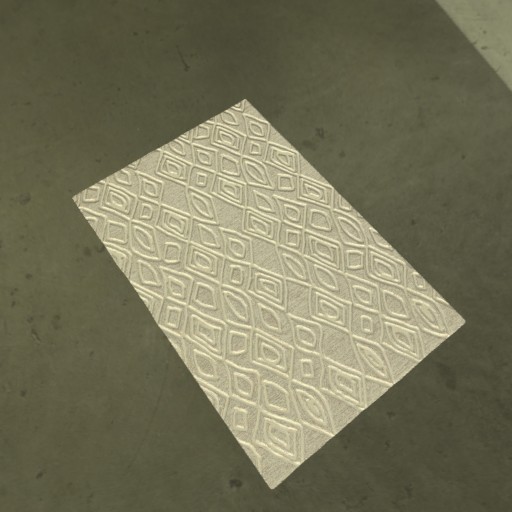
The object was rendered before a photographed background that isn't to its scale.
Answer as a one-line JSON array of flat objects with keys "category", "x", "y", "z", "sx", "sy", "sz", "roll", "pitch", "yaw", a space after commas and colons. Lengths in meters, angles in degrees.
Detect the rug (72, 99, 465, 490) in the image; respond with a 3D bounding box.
[{"category": "rug", "x": 0.000, "y": 0.000, "z": 2.338, "sx": 1.224, "sy": 0.016, "sz": 1.832, "roll": -34, "pitch": 69, "yaw": -15}]
